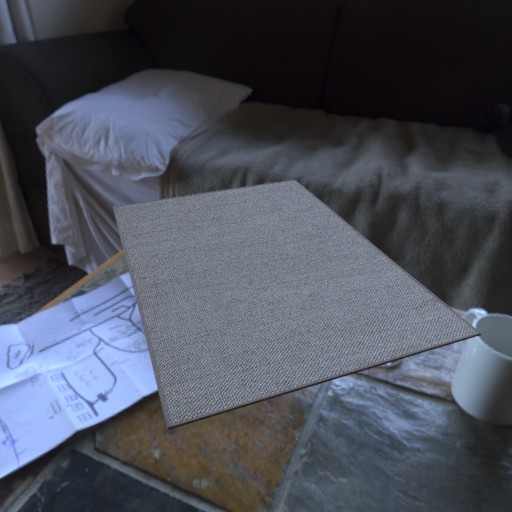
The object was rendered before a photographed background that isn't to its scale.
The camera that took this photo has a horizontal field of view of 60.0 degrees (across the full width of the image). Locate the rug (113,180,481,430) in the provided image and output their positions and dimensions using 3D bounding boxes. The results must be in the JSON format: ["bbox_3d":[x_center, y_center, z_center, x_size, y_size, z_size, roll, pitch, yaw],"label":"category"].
[{"bbox_3d":[0.000,0.000,2.733,1.517,0.013,2.115,-11,33,-18],"label":"rug"}]
